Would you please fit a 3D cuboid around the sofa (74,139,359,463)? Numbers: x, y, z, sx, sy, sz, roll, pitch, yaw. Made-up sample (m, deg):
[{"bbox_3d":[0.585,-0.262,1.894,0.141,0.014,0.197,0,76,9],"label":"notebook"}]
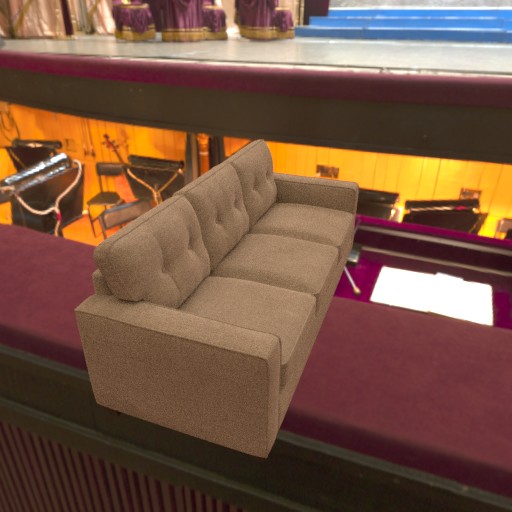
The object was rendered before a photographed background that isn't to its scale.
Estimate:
[{"bbox_3d":[0.000,0.000,2.739,0.939,0.965,2.133,10,30,18],"label":"sofa"}]
